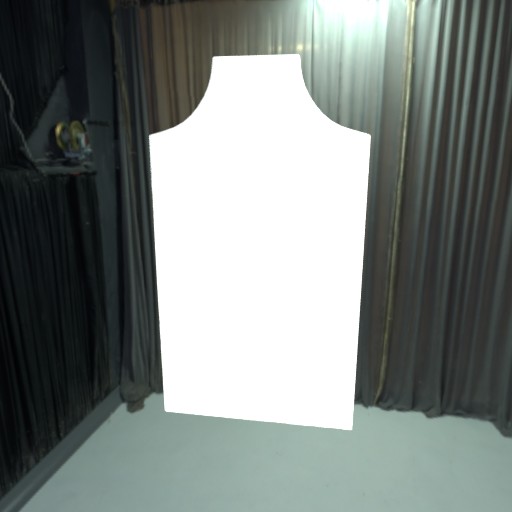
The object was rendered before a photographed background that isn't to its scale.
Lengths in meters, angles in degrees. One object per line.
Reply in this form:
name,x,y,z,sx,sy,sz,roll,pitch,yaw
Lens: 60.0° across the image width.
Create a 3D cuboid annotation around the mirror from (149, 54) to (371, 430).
mirror,0.000,0.000,0.862,0.403,0.717,0.022,2,15,9
